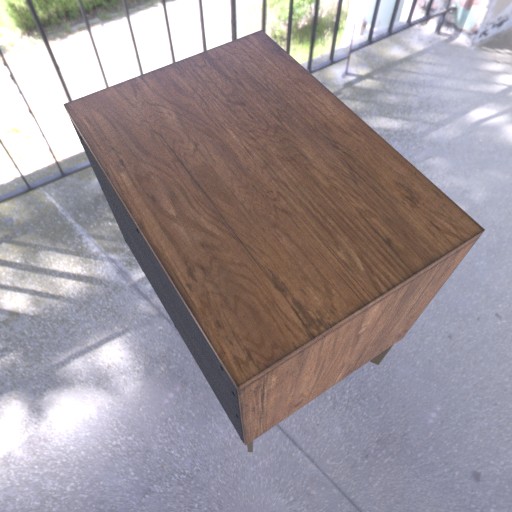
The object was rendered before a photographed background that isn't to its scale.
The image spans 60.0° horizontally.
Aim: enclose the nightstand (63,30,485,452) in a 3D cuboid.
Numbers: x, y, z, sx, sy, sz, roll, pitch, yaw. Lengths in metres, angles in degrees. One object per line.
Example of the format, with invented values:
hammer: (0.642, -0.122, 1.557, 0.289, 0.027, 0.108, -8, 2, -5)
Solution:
nightstand: (0.000, 0.000, 0.994, 0.446, 0.610, 0.610, -29, 62, -17)
